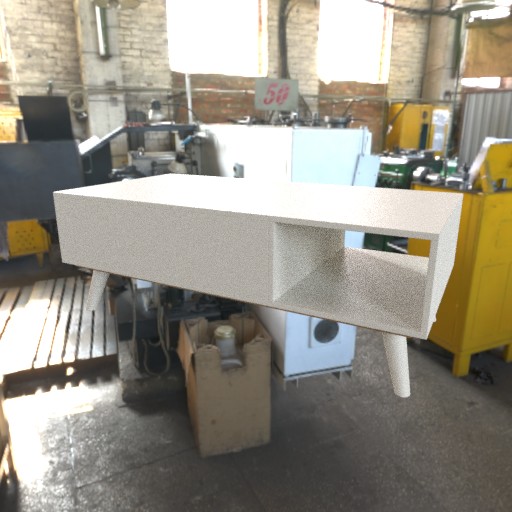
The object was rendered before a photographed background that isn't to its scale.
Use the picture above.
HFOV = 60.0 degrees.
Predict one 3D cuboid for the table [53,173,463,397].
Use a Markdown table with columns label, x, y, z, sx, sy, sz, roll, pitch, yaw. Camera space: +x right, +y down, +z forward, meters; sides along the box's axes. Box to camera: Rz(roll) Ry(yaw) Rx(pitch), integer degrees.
| label | x | y | z | sx | sy | sz | roll | pitch | yaw |
| --- | --- | --- | --- | --- | --- | --- | --- | --- | --- |
| table | 0.000 | 0.000 | 1.509 | 1.194 | 0.432 | 0.609 | 9 | 19 | 27 |
